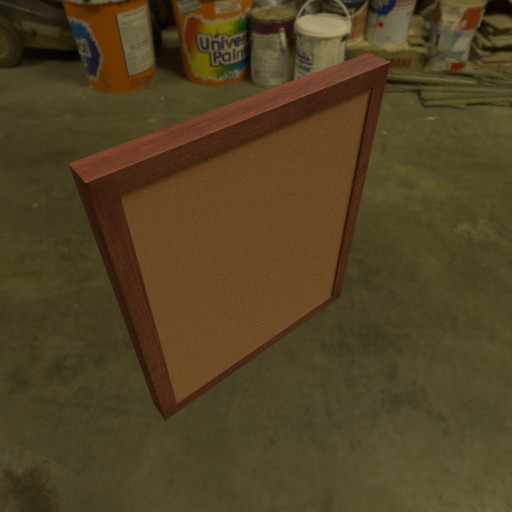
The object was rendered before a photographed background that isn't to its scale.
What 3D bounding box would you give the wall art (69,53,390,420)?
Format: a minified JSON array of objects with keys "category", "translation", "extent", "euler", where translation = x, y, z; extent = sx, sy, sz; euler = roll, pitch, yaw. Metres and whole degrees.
[{"category":"wall art","translation":[0.000,0.000,0.526],"extent":[0.330,0.381,0.030],"euler":[-30,53,-26]}]
